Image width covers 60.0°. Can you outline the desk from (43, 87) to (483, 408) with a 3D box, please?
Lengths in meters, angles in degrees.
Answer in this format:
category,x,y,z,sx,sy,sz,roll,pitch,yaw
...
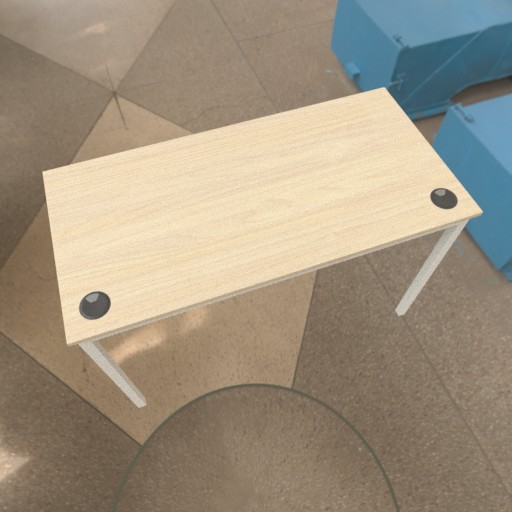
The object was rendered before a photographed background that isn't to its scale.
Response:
category,x,y,z,sx,sy,sz,roll,pitch,yaw
desk,0.000,0.000,1.656,1.200,0.750,0.600,-17,60,-10
